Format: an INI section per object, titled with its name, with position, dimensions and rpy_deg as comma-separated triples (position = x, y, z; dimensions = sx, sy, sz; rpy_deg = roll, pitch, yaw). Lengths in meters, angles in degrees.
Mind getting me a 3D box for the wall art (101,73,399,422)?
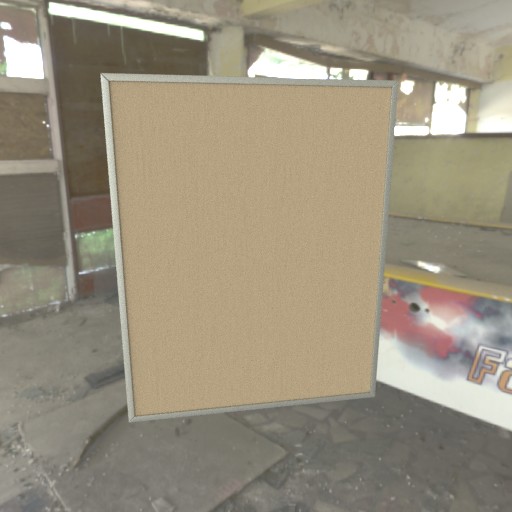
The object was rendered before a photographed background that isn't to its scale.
[wall art]
position = 0.000, 0.000, 0.739
dimensions = 0.445, 0.553, 0.039
rpy_deg = -3, 15, -10
